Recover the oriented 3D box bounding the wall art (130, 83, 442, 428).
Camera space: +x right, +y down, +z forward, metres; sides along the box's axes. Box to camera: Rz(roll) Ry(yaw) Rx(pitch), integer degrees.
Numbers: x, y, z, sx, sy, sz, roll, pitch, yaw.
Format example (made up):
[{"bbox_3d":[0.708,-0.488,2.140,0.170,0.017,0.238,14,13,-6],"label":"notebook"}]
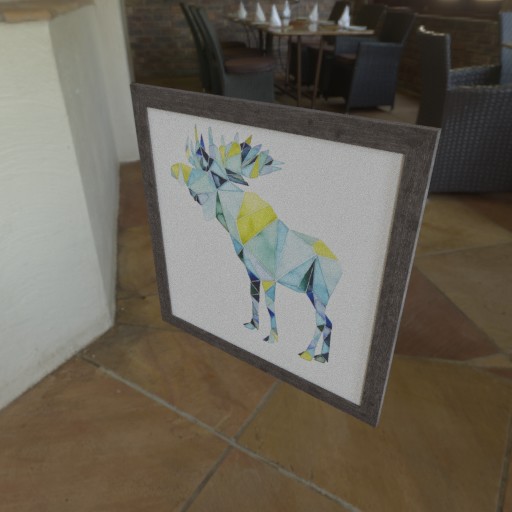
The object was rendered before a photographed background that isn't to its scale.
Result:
[{"bbox_3d":[0.000,0.000,0.682,0.457,0.457,0.013,20,36,29],"label":"wall art"}]
